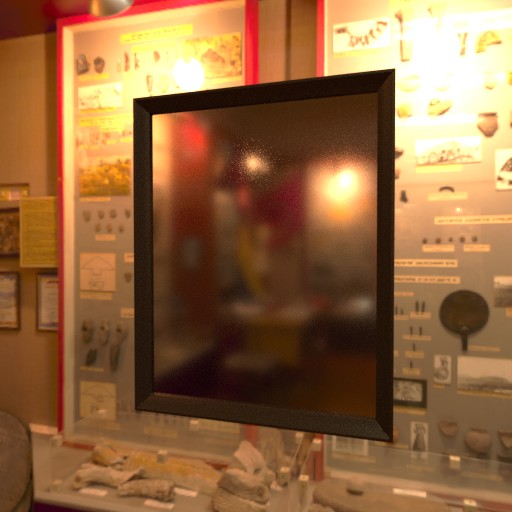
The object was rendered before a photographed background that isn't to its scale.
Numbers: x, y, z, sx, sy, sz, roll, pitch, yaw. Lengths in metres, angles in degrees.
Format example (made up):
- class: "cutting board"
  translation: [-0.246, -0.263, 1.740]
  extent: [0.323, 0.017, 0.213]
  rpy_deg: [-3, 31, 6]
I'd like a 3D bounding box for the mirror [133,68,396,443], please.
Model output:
- class: "mirror"
  translation: [0.000, 0.000, 0.680]
  extent: [0.406, 0.509, 0.041]
  rpy_deg: [0, 1, 18]
